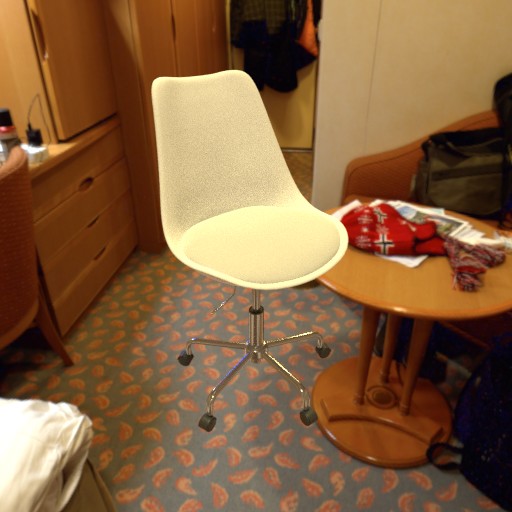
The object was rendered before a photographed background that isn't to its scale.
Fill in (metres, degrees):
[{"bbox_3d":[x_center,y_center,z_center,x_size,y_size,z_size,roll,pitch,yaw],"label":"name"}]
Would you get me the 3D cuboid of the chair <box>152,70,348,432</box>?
[{"bbox_3d":[0.000,0.000,1.277,0.550,0.930,0.550,-22,36,-33],"label":"chair"}]
